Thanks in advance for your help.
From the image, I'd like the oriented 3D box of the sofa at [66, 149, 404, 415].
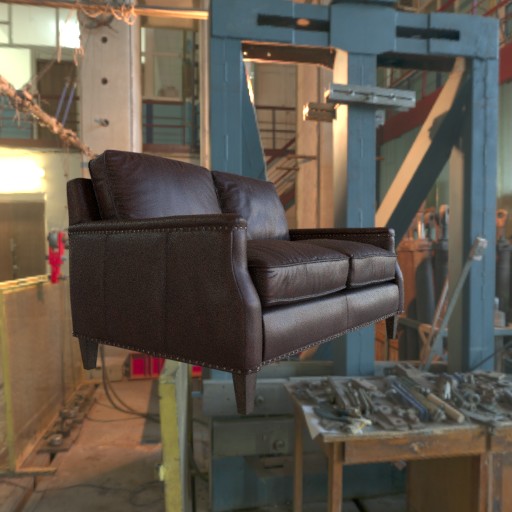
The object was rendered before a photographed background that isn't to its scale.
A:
[{"bbox_3d":[0.000,0.000,2.331,1.083,1.003,1.628,1,2,36],"label":"sofa"}]
